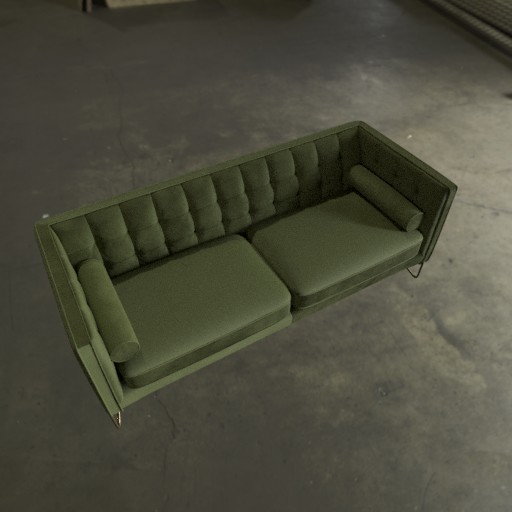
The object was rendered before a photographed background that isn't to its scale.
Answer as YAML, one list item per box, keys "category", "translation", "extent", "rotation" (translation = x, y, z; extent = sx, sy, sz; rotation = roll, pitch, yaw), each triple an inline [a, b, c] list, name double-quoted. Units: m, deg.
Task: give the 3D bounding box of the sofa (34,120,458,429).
- category: "sofa"
  translation: [0.000, 0.000, 2.552]
  extent: [2.087, 0.789, 0.867]
  rotation: [-22, 50, -20]
